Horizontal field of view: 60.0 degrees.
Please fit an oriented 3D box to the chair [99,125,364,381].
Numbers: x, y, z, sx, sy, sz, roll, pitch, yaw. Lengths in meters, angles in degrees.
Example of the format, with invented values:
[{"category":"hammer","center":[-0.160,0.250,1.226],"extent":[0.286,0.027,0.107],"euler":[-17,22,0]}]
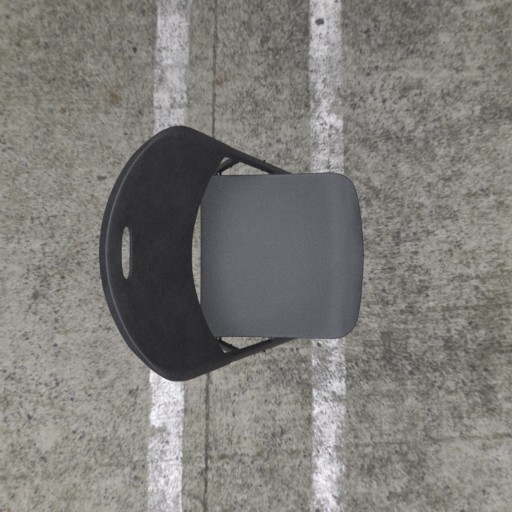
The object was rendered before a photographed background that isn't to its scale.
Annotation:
[{"category":"chair","center":[0.000,0.000,1.180],"extent":[0.566,0.810,0.494],"euler":[0,89,-1]}]
